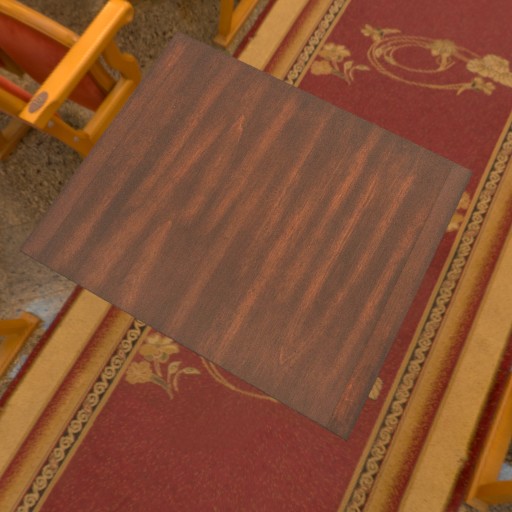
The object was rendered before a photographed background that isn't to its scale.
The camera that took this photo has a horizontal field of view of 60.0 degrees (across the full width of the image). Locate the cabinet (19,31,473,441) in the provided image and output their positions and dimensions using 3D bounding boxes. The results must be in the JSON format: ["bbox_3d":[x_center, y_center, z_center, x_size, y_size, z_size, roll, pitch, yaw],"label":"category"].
[{"bbox_3d":[0.000,0.000,0.823,0.500,0.455,0.402,28,77,7],"label":"cabinet"}]
